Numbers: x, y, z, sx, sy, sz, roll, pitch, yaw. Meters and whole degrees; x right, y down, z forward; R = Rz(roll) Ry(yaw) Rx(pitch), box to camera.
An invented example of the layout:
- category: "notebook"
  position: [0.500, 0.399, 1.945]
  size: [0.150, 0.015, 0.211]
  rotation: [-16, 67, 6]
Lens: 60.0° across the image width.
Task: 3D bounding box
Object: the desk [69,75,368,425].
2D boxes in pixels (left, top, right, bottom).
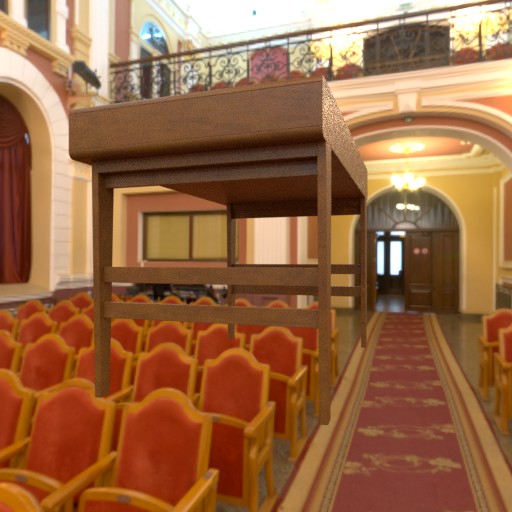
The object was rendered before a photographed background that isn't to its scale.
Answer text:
- category: "desk"
  position: [0.000, 0.000, 1.533]
  size: [0.660, 0.754, 1.066]
  rotation: [0, -1, 19]
